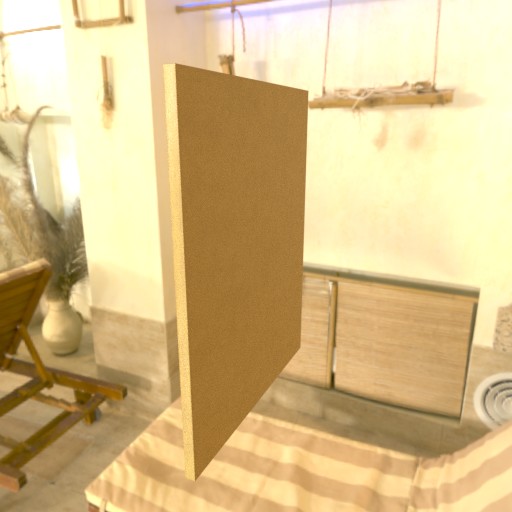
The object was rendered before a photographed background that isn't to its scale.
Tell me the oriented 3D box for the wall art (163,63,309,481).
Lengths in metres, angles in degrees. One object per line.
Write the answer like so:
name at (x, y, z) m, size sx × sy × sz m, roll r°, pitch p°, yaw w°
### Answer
wall art at (0.000, 0.000, 1.359) m, size 0.030 × 1.002 × 0.798 m, roll 8°, pitch 18°, yaw 24°
